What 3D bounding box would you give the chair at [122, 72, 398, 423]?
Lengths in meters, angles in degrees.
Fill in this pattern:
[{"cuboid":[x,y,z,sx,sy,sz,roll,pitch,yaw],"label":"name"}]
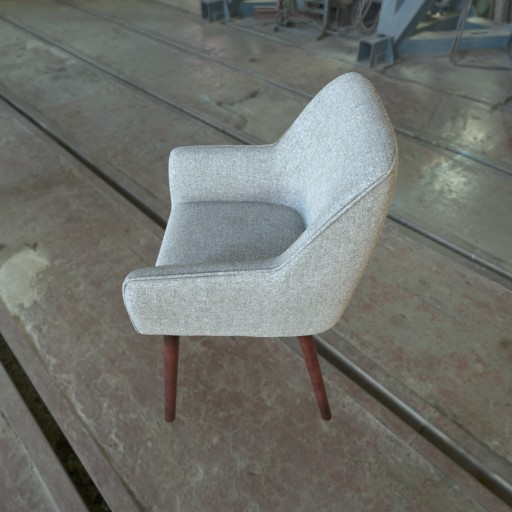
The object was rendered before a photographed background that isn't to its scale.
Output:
[{"cuboid":[0.000,0.000,1.139,0.519,0.803,0.543,1,41,1],"label":"chair"}]
